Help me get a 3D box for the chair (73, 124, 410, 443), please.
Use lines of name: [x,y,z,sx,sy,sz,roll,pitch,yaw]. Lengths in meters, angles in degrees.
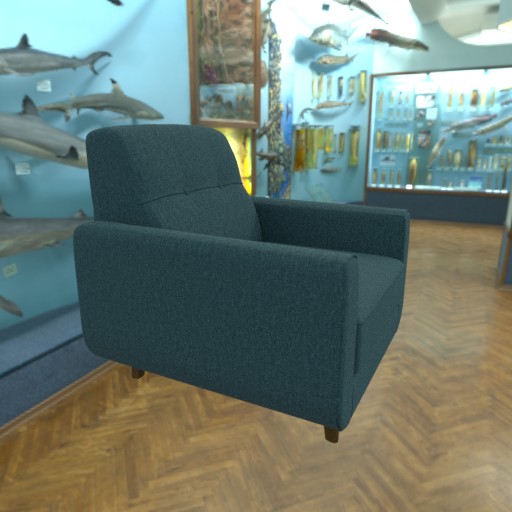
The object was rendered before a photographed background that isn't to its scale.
chair: [0.000,0.000,1.634,0.964,0.940,0.880,8,17,27]
